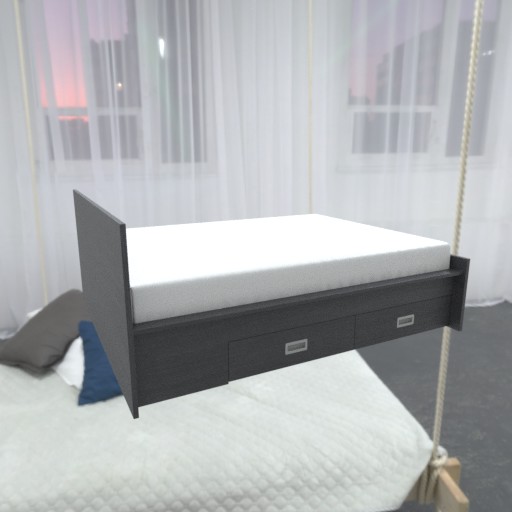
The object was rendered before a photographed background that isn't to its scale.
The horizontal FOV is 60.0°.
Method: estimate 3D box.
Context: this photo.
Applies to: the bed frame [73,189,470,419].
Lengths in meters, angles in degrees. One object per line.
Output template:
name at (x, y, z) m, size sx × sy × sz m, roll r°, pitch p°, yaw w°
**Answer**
bed frame at (0.000, 0.000, 2.843) m, size 1.960 × 0.800 × 1.622 m, roll -7°, pitch 15°, yaw -27°
